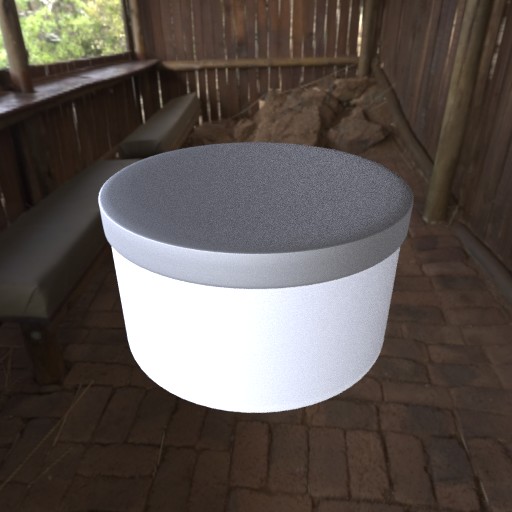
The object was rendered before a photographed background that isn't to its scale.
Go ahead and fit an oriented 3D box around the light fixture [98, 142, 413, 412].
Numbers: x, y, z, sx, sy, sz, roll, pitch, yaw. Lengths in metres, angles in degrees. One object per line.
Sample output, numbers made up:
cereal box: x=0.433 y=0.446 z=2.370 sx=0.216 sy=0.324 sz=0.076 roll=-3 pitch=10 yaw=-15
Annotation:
light fixture: x=0.000 y=0.000 z=0.633 sx=0.393 sy=0.229 sz=0.393 roll=0 pitch=29 yaw=0
